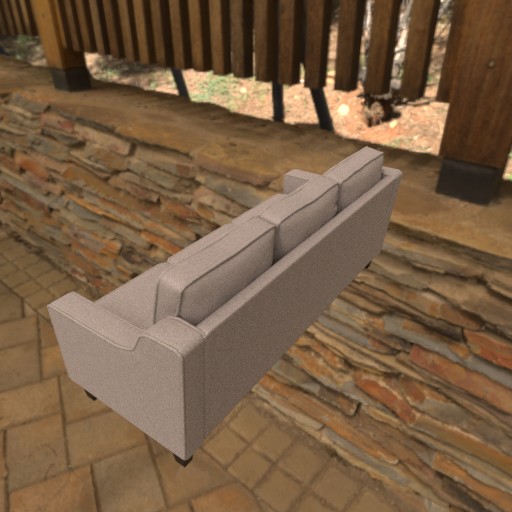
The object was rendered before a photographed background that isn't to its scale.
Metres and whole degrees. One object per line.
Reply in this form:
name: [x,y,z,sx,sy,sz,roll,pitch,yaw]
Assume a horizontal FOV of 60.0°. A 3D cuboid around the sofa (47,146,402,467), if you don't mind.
sofa: [0.000,0.000,2.600,0.899,0.950,2.129,20,37,30]
